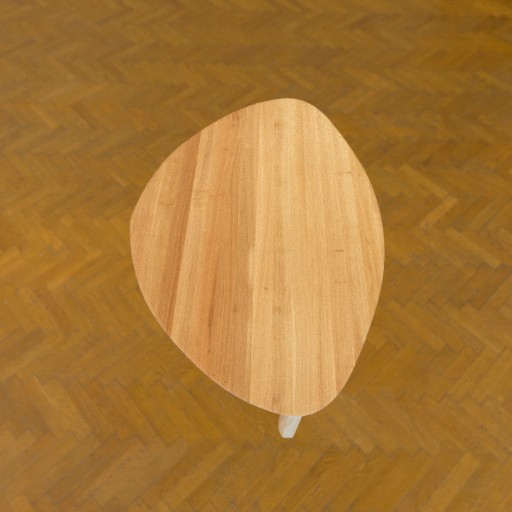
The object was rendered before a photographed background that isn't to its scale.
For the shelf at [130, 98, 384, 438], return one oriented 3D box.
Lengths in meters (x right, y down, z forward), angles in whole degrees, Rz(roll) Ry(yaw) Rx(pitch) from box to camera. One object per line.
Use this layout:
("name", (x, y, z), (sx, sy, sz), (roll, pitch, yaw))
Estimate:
("shelf", (0.000, 0.000, 1.674), (0.845, 0.440, 1.246), (1, 59, 1))
